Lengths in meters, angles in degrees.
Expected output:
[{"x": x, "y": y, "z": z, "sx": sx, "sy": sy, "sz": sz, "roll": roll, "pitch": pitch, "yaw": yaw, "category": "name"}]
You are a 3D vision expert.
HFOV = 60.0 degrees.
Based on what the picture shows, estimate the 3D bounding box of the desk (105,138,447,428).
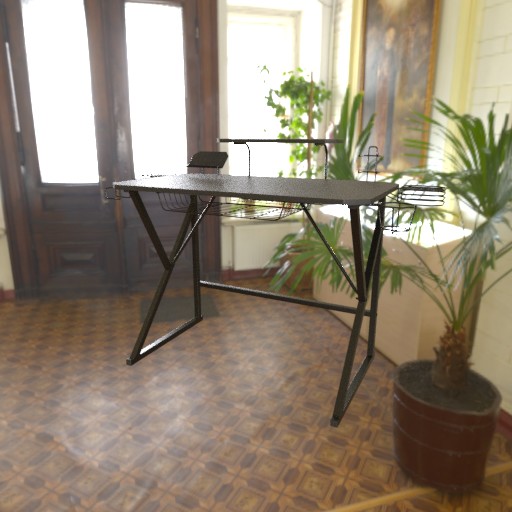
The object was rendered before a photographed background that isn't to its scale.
[{"x": 0.000, "y": 0.000, "z": 1.728, "sx": 1.290, "sy": 0.880, "sz": 0.580, "roll": 8, "pitch": 17, "yaw": 26, "category": "desk"}]
